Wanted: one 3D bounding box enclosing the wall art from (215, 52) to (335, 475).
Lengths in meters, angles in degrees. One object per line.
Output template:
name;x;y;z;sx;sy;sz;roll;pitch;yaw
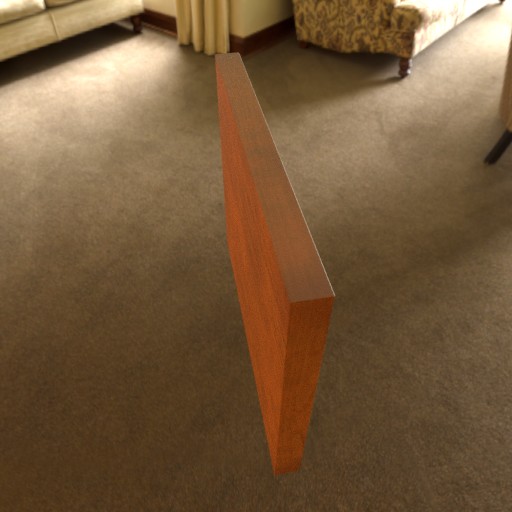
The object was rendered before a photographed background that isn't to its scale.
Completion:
wall art;0.000;0.000;0.541;0.030;0.328;0.401;-8;47;-7
